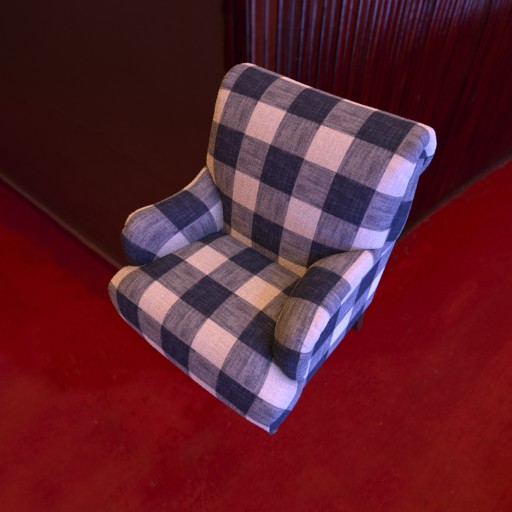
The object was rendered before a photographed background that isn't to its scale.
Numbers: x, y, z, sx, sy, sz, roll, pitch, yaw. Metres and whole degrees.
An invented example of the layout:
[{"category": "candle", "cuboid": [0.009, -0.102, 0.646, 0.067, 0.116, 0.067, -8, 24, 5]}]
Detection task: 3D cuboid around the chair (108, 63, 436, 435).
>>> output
[{"category": "chair", "cuboid": [0.000, 0.000, 1.566, 0.781, 0.953, 0.848, 31, 54, 26]}]
